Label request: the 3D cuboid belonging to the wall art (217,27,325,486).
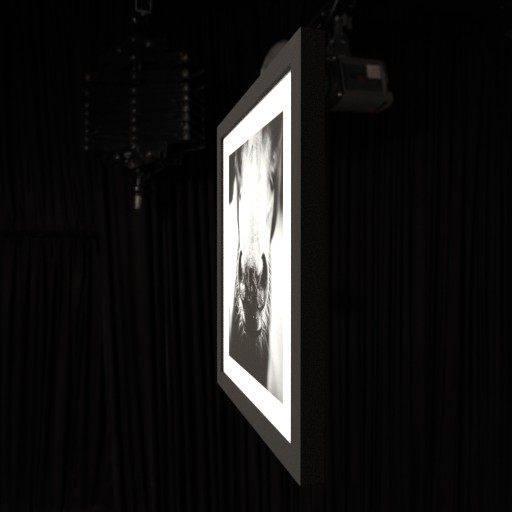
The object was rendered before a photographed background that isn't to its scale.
[{"bbox_3d":[0.000,0.000,0.550,0.024,0.404,0.329,0,0,-18],"label":"wall art"}]
